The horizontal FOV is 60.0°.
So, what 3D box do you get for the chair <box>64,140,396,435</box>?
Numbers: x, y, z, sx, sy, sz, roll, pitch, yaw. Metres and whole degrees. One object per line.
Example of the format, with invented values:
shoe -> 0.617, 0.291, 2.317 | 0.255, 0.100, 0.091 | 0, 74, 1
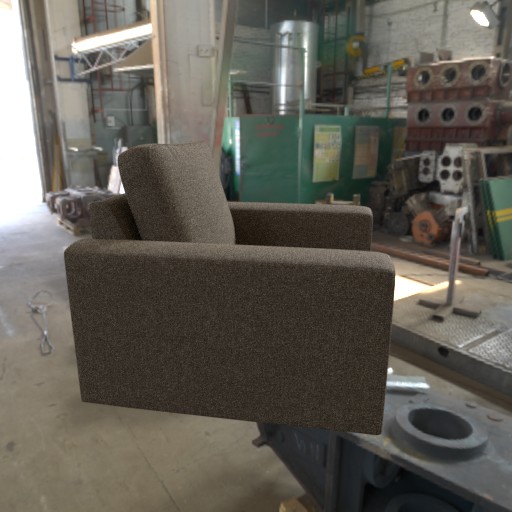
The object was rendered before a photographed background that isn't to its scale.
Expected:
chair -> 0.000, 0.000, 1.757 | 1.016, 0.873, 1.005 | 3, 16, 10
